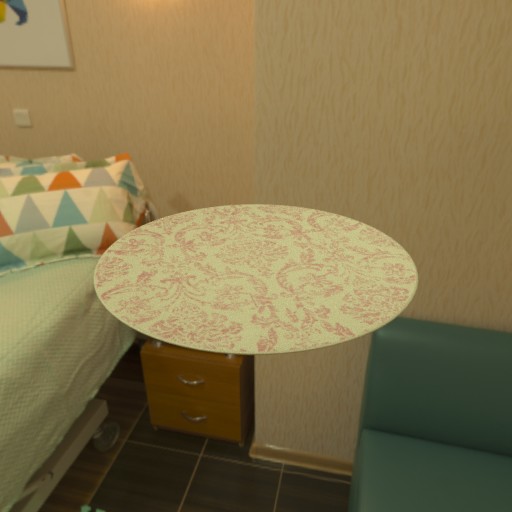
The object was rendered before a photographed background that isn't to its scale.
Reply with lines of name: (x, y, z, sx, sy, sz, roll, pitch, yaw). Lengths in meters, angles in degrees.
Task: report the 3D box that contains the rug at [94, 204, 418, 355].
rug: (0.000, 0.000, 2.288, 1.593, 0.012, 1.593, 0, 26, 0)
